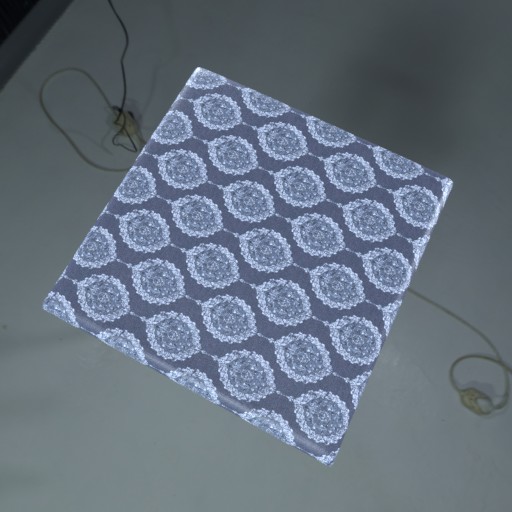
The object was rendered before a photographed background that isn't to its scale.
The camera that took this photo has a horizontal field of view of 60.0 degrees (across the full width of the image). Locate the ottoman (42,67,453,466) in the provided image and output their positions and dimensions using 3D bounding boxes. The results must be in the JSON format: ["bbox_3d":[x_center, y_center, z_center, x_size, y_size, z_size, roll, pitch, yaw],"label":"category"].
[{"bbox_3d":[0.000,0.000,1.419,0.890,0.409,0.889,27,76,7],"label":"ottoman"}]
